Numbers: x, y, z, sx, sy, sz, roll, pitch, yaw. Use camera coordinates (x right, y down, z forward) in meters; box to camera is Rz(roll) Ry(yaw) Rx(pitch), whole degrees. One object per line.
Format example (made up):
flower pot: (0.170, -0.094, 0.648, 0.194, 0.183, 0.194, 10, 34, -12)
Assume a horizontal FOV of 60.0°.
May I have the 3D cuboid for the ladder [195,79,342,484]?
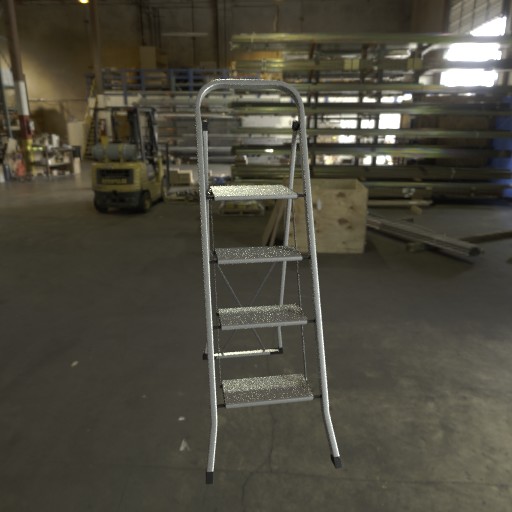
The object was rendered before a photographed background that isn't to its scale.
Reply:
ladder: (0.000, 0.000, 1.690, 0.465, 1.290, 0.830, -3, 16, -9)
